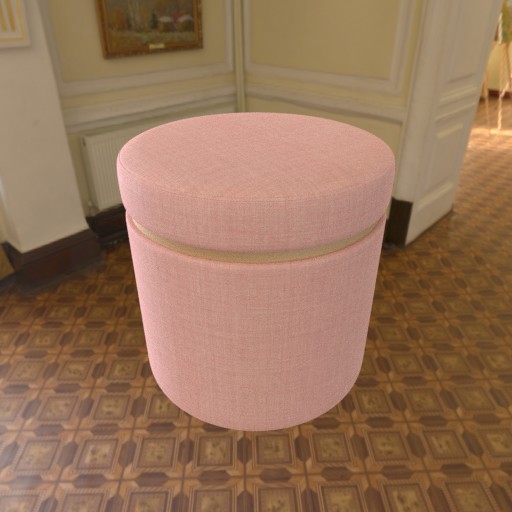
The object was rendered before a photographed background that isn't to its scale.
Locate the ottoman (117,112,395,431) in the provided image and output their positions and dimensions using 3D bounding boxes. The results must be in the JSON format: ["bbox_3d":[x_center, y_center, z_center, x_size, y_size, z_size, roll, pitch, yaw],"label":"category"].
[{"bbox_3d":[0.000,0.000,0.745,0.400,0.406,0.400,0,31,0],"label":"ottoman"}]
